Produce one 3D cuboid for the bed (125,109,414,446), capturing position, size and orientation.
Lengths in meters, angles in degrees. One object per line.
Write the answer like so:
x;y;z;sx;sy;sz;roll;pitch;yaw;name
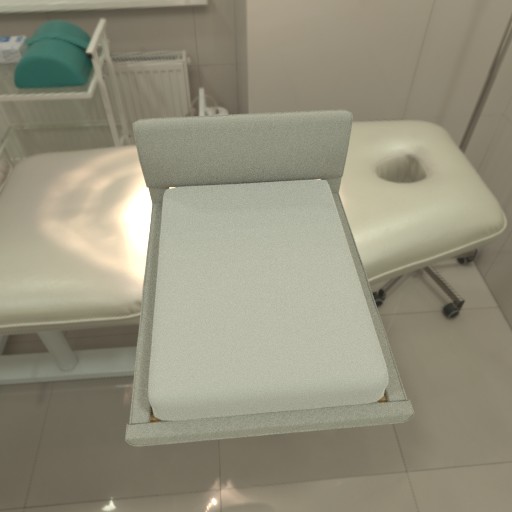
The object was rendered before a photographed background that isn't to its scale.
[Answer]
0.000;0.000;3.351;1.840;1.067;2.368;-4;48;-3;bed
